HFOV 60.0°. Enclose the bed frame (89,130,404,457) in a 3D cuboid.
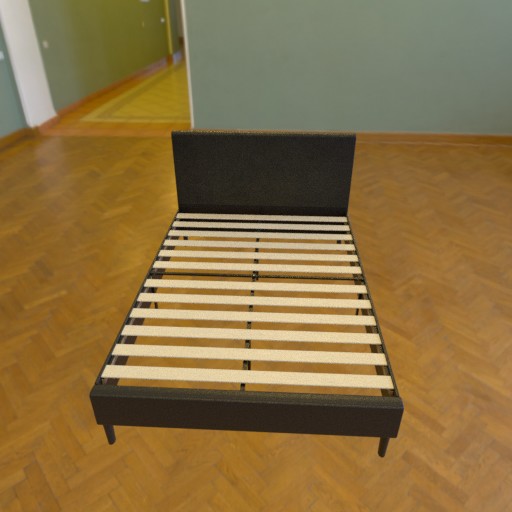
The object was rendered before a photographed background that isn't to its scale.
[{"bbox_3d":[0.000,0.000,2.896,1.469,1.046,2.152,2,31,3],"label":"bed frame"}]
